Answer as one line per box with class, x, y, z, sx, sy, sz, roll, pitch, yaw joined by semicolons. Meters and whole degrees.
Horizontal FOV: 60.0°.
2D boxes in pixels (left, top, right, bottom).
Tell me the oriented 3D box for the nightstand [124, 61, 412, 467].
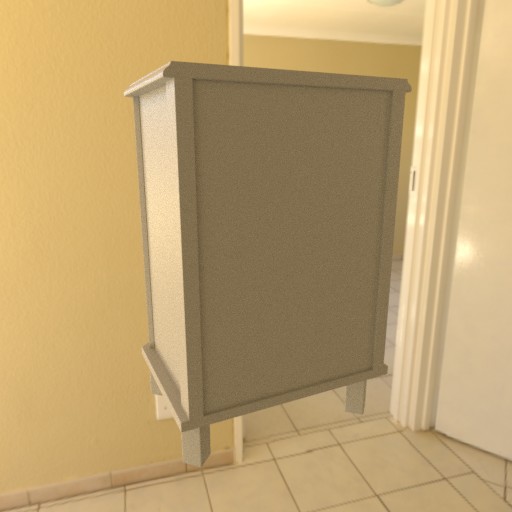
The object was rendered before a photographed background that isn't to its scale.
nightstand;0.000;0.000;0.932;0.450;0.680;0.350;-7;16;-25
